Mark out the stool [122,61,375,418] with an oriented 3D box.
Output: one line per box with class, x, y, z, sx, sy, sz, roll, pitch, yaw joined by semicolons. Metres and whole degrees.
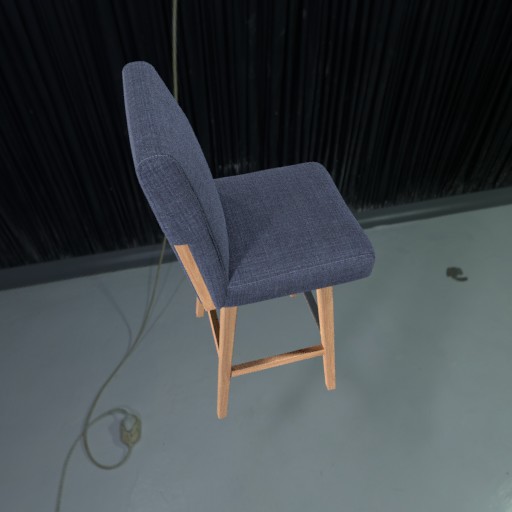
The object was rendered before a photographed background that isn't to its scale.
stool;0.000;0.000;1.372;0.570;1.112;0.483;-11;49;-10
